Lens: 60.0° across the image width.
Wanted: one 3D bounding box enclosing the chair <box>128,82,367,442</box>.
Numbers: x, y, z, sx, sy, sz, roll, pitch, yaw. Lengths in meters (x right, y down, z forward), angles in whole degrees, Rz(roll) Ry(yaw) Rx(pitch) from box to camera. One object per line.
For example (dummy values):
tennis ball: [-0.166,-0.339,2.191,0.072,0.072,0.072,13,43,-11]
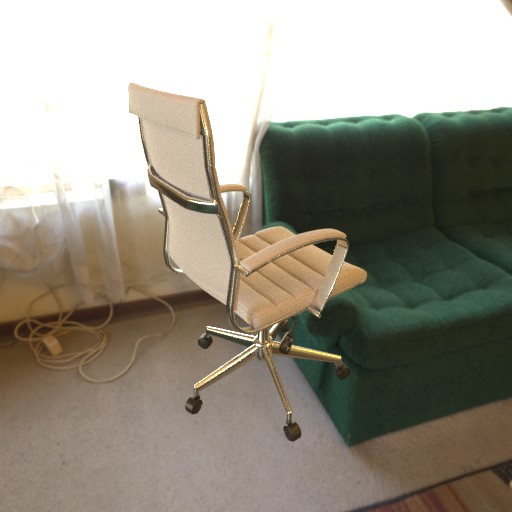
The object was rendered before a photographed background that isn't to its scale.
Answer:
chair: [0.000,0.000,1.566,0.667,1.149,0.679,-18,32,-31]
